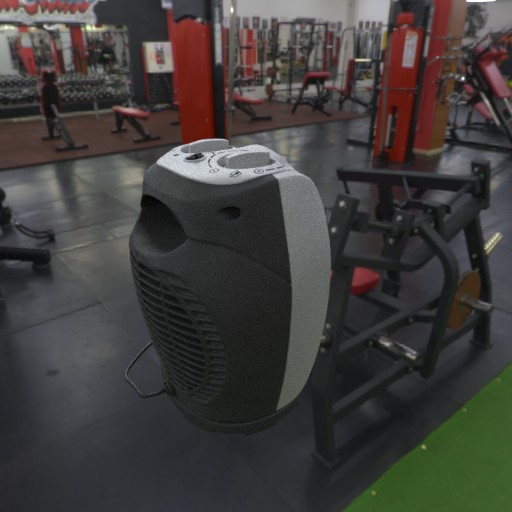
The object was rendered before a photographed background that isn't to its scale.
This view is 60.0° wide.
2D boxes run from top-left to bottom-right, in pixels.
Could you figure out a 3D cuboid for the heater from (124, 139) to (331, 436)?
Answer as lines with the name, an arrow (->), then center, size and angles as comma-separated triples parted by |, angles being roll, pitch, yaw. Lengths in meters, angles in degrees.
heater -> 0.000, 0.000, 0.476 | 0.291, 0.255, 0.239 | -17, 30, -32
